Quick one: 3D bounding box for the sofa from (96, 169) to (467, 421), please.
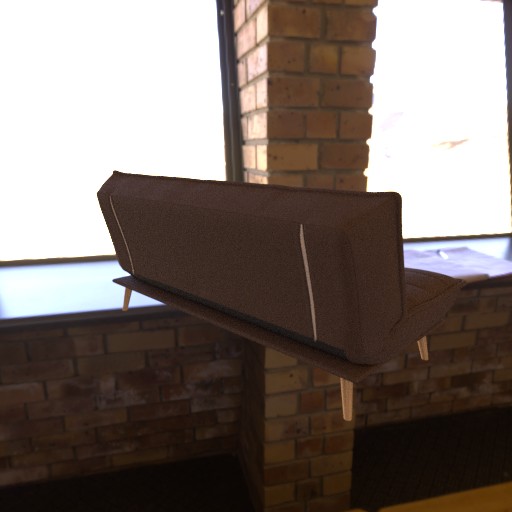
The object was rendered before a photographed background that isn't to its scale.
[{"bbox_3d":[0.000,0.000,2.446,1.940,0.890,0.950,13,19,43],"label":"sofa"}]
